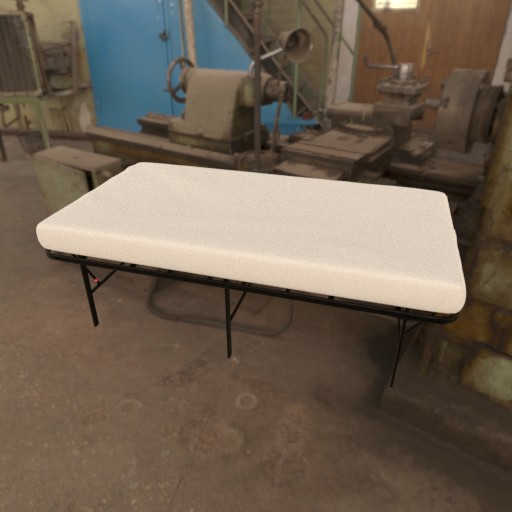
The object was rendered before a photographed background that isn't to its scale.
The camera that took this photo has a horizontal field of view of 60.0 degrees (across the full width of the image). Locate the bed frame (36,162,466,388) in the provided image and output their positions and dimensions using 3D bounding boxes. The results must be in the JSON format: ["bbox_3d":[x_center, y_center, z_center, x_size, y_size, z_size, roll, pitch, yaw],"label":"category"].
[{"bbox_3d":[0.000,0.000,2.366,1.903,0.619,0.989,8,31,14],"label":"bed frame"}]
